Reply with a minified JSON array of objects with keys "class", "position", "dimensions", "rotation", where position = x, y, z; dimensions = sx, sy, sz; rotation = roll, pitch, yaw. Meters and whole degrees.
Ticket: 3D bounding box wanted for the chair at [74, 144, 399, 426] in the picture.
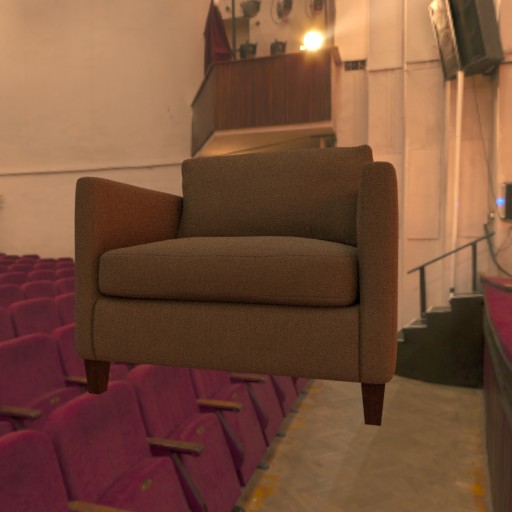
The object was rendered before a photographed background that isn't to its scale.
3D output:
[{"class":"chair","position":[0.000,0.000,1.823],"dimensions":[1.107,0.963,0.959],"rotation":[0,1,17]}]
